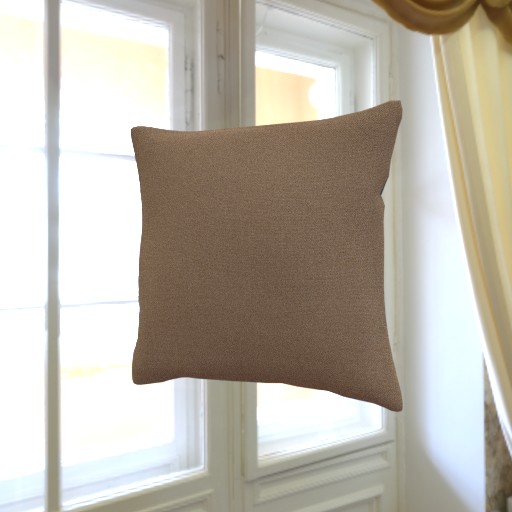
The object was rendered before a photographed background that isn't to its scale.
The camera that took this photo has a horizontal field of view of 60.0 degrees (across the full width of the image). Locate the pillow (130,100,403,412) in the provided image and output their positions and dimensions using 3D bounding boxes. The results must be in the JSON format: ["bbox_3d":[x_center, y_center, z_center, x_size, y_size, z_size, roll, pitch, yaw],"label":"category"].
[{"bbox_3d":[0.000,0.000,0.759,0.478,0.479,0.158,0,0,17],"label":"pillow"}]
